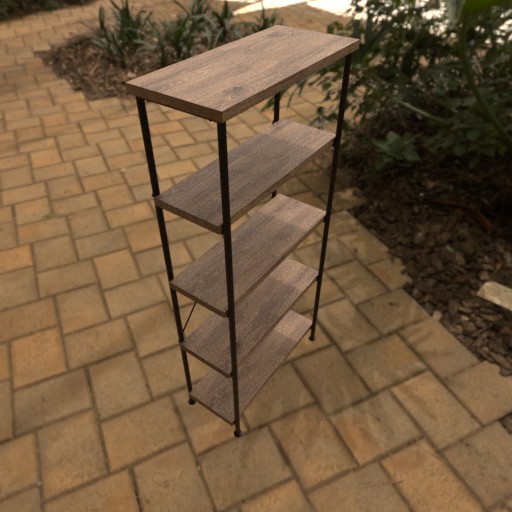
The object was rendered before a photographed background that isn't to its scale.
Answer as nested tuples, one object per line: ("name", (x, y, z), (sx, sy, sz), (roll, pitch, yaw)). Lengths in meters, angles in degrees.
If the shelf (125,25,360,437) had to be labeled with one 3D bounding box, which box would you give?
("shelf", (0.000, 0.000, 2.000), (0.360, 1.700, 0.800), (25, 47, 26))
